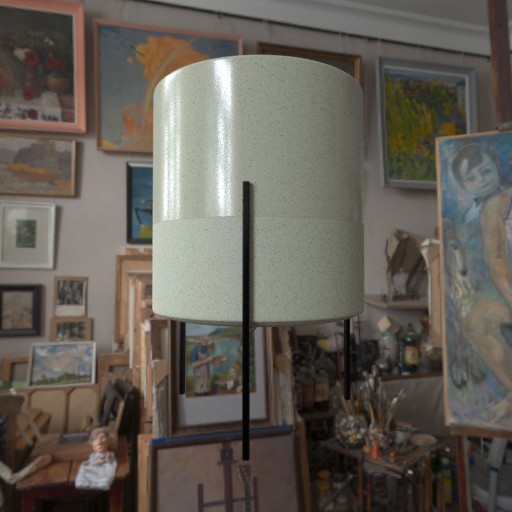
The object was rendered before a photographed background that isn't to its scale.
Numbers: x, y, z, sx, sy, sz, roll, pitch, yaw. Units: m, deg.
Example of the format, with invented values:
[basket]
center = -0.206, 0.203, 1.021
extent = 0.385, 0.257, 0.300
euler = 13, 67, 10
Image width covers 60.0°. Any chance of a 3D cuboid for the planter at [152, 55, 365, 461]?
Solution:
[planter]
center = 0.000, 0.000, 0.679
extent = 0.323, 0.475, 0.314
euler = -1, -1, 36
